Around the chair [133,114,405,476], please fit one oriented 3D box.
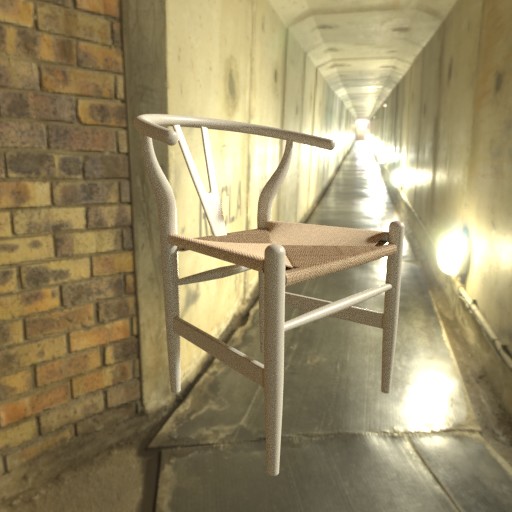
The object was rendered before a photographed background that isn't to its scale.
[{"bbox_3d":[0.000,0.000,1.146,0.579,0.730,0.569,12,17,44],"label":"chair"}]
